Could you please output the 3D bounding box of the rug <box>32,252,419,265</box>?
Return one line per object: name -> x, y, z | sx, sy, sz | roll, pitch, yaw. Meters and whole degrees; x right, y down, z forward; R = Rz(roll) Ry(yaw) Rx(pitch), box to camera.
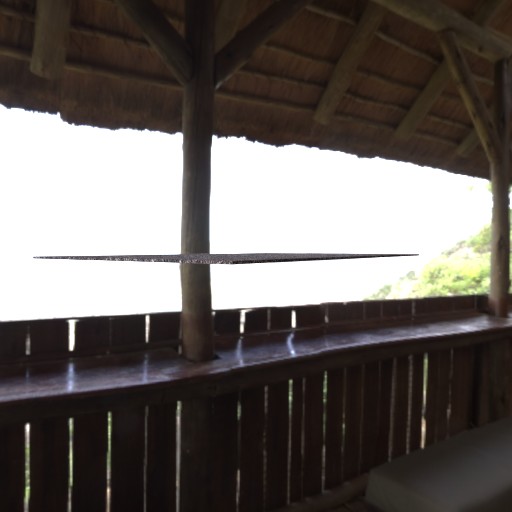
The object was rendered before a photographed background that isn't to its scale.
rug -> 0.000, 0.000, 2.374 | 1.186, 0.012, 1.814 | 1, 1, 37
